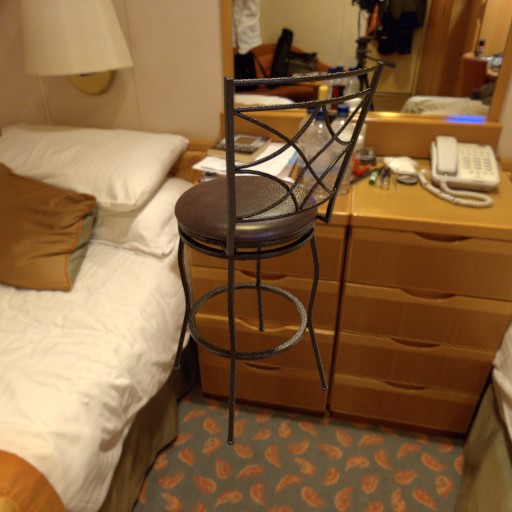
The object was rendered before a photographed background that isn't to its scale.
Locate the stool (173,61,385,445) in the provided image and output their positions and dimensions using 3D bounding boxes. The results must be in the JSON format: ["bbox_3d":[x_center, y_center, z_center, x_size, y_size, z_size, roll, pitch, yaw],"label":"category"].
[{"bbox_3d":[0.000,0.000,1.368,0.434,1.117,0.534,-19,35,-29],"label":"stool"}]
